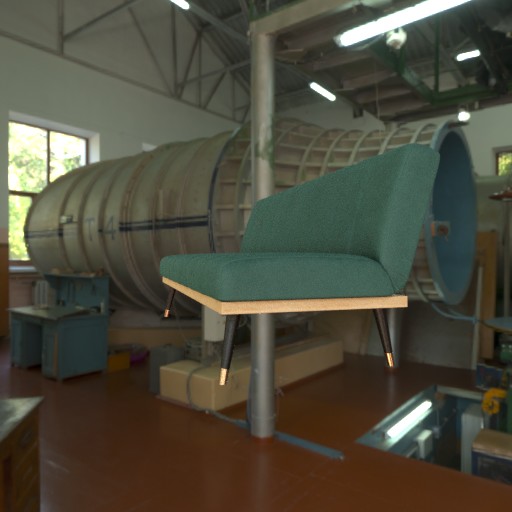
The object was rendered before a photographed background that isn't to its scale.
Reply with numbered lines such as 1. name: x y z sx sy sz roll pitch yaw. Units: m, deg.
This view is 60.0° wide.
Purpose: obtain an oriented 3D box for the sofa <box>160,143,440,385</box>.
1. sofa: 0.000 0.000 2.321 0.830 0.820 1.810 0 0 -18
